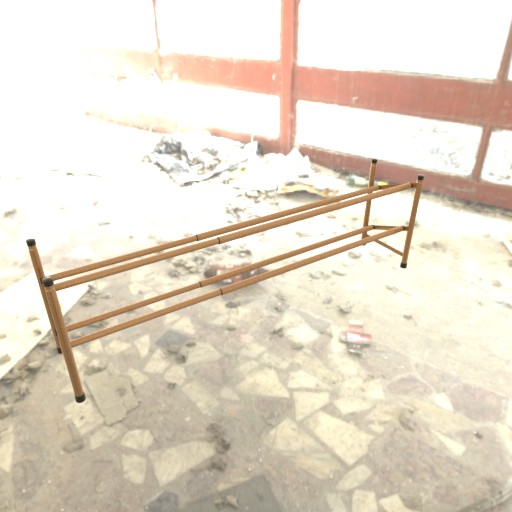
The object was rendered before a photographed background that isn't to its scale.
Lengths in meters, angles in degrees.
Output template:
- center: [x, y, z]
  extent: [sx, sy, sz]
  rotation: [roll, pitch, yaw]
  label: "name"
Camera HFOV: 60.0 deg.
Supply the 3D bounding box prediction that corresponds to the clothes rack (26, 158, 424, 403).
- center: [0.000, 0.000, 1.334]
  extent: [1.168, 0.349, 0.229]
  rotation: [-18, 34, -28]
  label: "clothes rack"
